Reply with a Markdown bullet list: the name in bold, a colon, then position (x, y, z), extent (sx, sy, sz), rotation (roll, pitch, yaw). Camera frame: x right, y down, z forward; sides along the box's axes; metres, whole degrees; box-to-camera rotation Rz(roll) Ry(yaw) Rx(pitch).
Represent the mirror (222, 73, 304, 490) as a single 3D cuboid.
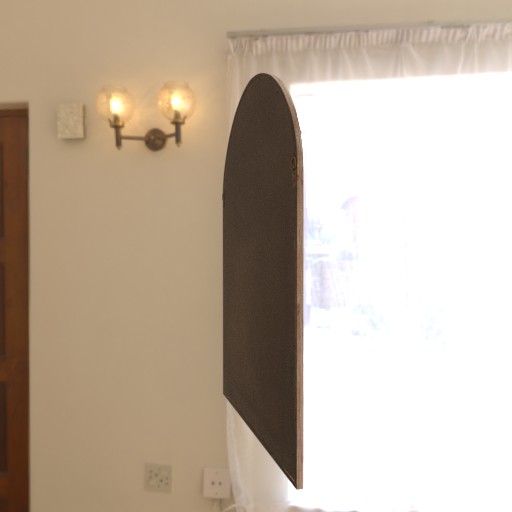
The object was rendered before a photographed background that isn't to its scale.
- **mirror**: position (0.000, 0.000, 1.162), extent (0.032, 0.915, 0.609), rotation (0, 1, -18)
